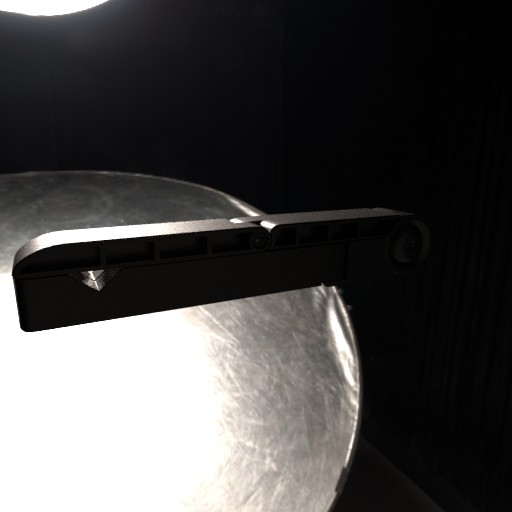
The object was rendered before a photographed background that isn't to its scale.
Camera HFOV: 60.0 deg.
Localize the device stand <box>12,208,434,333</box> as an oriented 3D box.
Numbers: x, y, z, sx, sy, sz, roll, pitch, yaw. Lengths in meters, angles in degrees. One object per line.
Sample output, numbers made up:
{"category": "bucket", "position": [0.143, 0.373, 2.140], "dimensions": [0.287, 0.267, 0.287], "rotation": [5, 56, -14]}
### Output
{"category": "device stand", "position": [0.000, 0.000, 0.186], "dimensions": [0.179, 0.030, 0.026], "rotation": [-7, 16, -25]}
